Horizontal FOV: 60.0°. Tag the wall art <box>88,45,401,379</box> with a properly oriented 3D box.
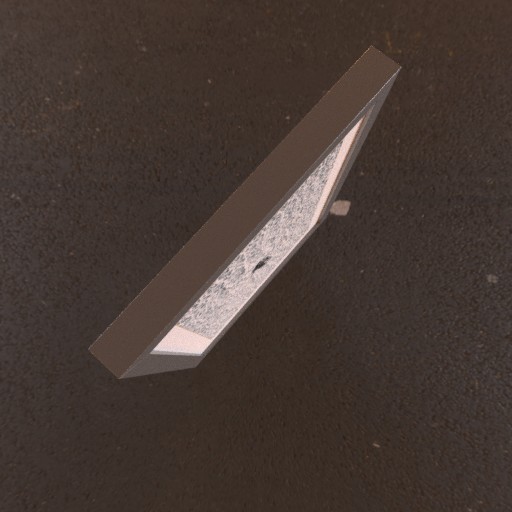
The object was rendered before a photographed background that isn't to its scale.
[{"bbox_3d":[0.000,0.000,0.503,0.030,0.379,0.308,40,80,8],"label":"wall art"}]
